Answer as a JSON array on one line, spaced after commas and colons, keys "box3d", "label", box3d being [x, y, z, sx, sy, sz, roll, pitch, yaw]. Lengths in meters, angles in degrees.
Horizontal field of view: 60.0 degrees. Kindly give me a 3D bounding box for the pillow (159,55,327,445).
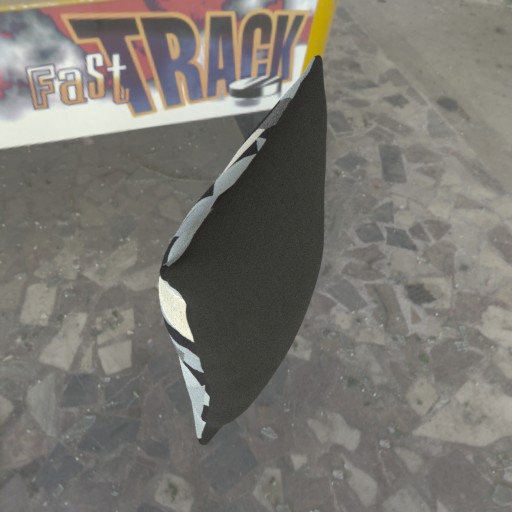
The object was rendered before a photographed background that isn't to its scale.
[{"box3d": [0.000, 0.000, 0.756, 0.208, 0.496, 0.503, 18, 51, 15], "label": "pillow"}]
